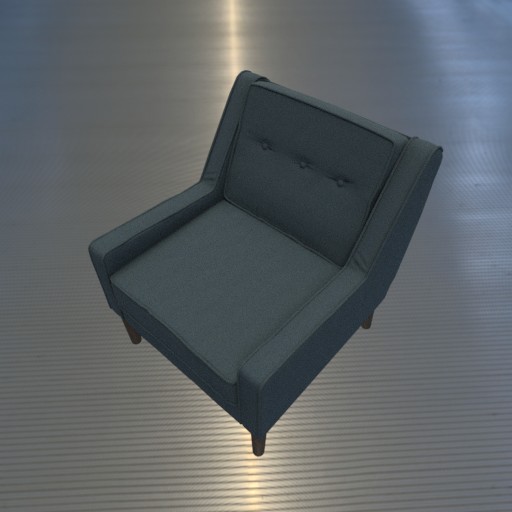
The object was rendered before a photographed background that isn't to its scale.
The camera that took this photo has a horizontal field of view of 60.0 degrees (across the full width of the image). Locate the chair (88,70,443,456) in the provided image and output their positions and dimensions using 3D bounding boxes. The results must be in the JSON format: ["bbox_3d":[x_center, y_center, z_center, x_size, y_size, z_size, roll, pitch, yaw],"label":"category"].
[{"bbox_3d":[0.000,0.000,1.335,0.663,0.780,0.733,33,55,27],"label":"chair"}]
